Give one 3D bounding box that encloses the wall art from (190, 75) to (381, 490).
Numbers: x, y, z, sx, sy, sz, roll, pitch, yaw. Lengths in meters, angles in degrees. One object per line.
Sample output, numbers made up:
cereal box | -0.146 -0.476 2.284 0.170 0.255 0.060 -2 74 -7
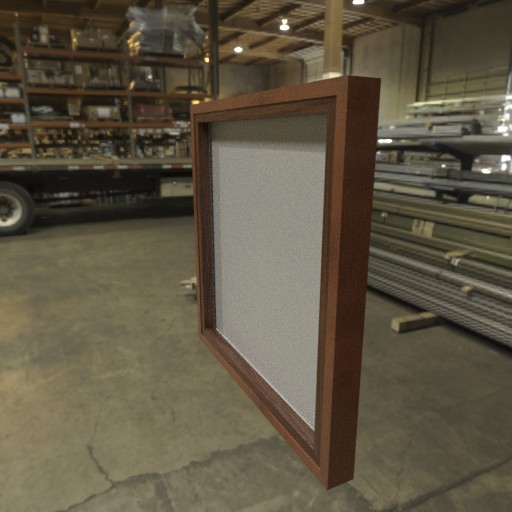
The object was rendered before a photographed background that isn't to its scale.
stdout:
wall art | 0.000 0.000 0.589 0.035 0.403 0.403 -7 17 -25
